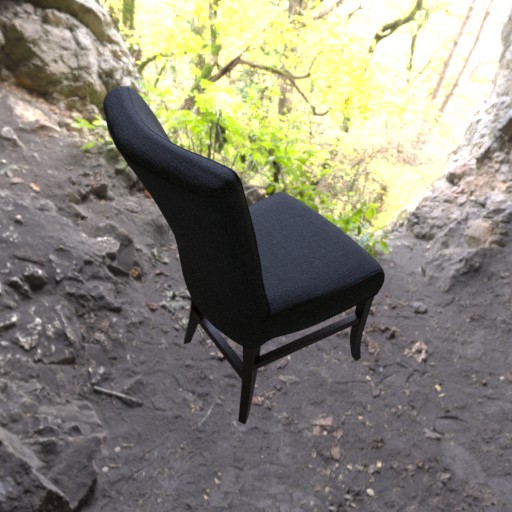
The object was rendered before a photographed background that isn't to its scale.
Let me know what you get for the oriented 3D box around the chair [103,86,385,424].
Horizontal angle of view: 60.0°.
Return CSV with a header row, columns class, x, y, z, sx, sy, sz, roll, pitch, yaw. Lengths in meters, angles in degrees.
class,x,y,z,sx,sy,sz,roll,pitch,yaw
chair,0.000,0.000,1.342,0.660,0.991,0.520,-25,48,-25
